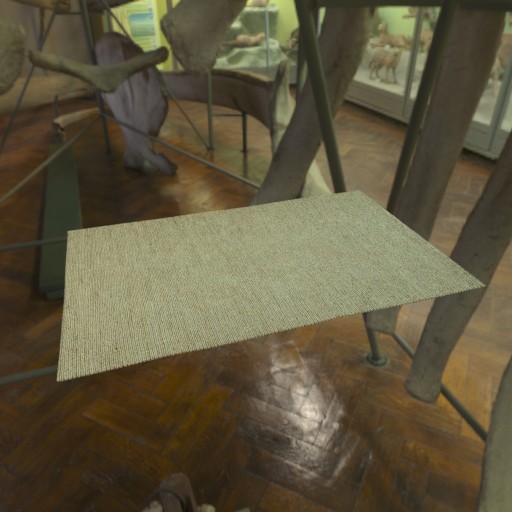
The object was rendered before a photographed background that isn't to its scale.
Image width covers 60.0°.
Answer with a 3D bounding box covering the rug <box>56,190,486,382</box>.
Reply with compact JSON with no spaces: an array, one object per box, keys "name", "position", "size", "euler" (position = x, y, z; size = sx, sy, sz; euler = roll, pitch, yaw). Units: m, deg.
[{"name":"rug","position":[0.000,0.000,2.986],"size":[2.439,0.011,1.533],"euler":[-10,33,-15]}]
